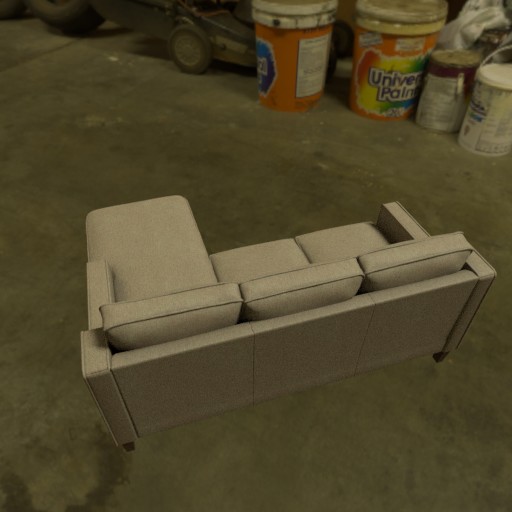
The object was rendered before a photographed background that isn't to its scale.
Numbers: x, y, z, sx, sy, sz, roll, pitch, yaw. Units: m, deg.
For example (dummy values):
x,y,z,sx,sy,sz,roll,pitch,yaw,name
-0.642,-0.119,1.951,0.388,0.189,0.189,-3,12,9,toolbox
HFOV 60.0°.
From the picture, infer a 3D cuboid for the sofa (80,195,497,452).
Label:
x,y,z,sx,sy,sz,roll,pitch,yaw,name
0.000,0.000,3.162,2.317,1.081,1.858,-12,44,-13,sofa
